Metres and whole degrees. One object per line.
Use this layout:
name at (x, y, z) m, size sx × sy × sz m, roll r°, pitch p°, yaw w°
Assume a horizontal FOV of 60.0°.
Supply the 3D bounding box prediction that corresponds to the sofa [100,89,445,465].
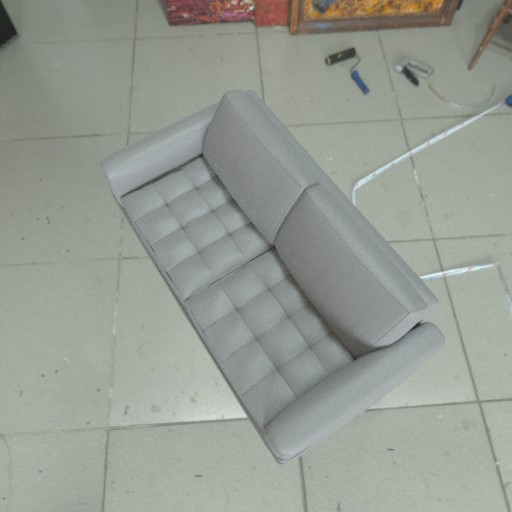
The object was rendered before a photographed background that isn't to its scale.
sofa at (0.000, 0.000, 2.744) m, size 1.121 × 0.930 × 2.177 m, roll -31°, pitch 68°, yaw -14°
